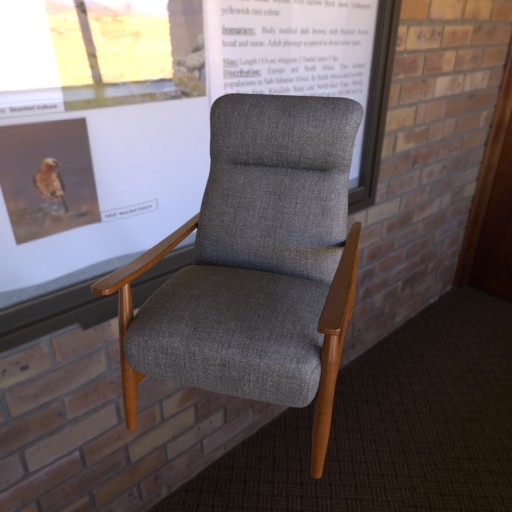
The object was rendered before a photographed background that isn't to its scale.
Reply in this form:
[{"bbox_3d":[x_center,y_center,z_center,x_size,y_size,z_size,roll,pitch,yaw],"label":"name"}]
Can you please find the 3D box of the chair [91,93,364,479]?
[{"bbox_3d":[0.000,0.000,1.733,0.762,1.082,1.030,8,28,15],"label":"chair"}]
